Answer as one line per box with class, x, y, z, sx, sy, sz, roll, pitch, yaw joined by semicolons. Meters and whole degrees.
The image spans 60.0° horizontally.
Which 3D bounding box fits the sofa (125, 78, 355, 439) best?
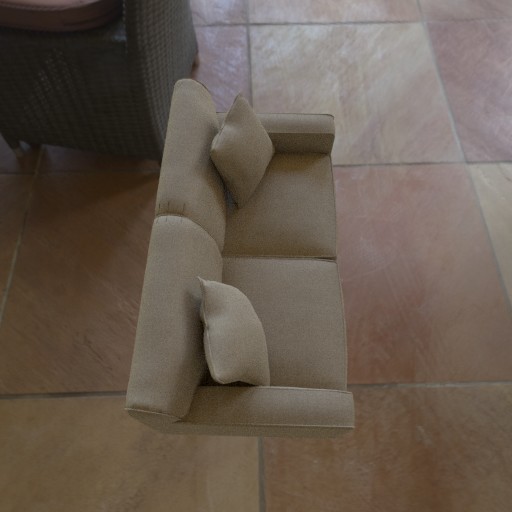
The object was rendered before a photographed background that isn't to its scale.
sofa;0.000;0.000;2.495;0.998;0.958;1.846;1;63;1
